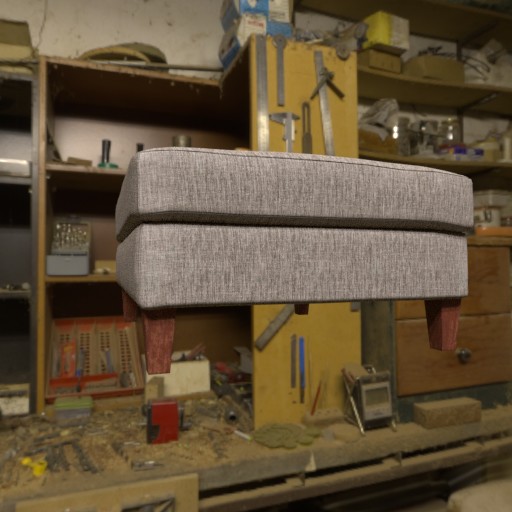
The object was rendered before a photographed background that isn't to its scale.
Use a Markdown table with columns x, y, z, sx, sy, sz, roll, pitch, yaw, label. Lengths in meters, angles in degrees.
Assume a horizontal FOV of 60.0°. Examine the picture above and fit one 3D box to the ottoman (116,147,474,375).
| x | y | z | sx | sy | sz | roll | pitch | yaw | label |
| --- | --- | --- | --- | --- | --- | --- | --- | --- | --- |
| 0.000 | 0.000 | 1.424 | 0.839 | 0.492 | 0.994 | 0 | -1 | -19 | ottoman |
